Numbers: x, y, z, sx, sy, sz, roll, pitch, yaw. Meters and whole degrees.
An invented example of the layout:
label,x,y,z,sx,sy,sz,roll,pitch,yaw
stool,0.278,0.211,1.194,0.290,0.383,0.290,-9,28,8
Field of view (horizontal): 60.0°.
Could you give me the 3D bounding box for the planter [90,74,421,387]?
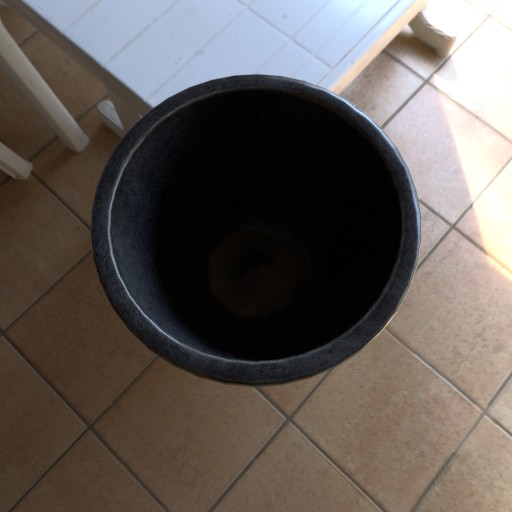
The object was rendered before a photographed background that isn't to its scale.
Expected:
label,x,y,z,sx,sy,sz,roll,pitch,yaw
planter,0.000,0.000,0.303,0.172,0.160,0.172,0,74,0
